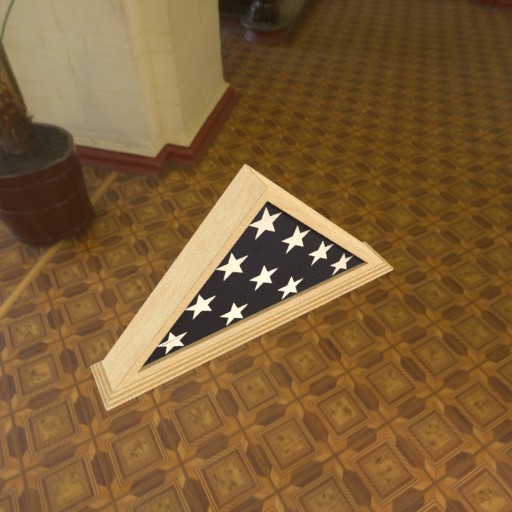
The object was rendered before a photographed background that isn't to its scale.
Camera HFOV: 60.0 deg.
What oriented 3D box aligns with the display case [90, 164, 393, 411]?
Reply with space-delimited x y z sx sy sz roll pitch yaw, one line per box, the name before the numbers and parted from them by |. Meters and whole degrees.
display case | 0.000 0.000 0.767 0.640 0.340 0.095 -23 51 -20
